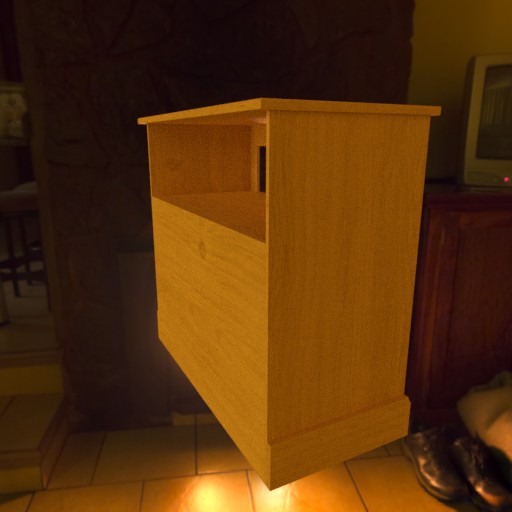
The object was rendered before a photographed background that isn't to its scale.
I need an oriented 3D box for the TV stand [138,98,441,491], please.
[{"bbox_3d":[0.000,0.000,1.288,0.430,0.787,0.851,-8,17,-27],"label":"TV stand"}]
